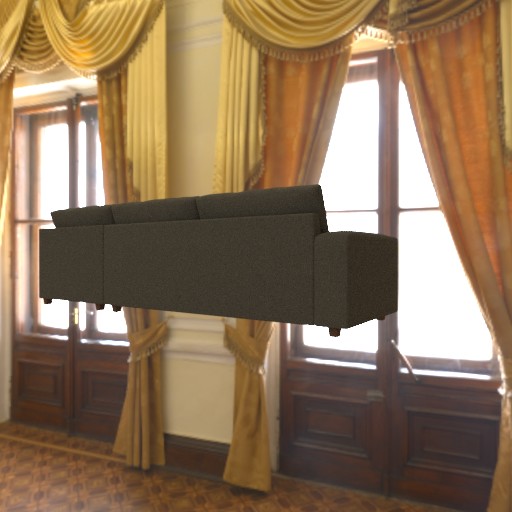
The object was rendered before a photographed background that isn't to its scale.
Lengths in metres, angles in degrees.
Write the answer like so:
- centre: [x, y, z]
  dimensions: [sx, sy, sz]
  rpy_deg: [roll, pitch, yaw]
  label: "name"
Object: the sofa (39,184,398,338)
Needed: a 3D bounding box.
- centre: [0.000, 0.000, 4.696]
  dimensions: [3.277, 0.965, 2.895]
  rpy_deg: [0, 0, 34]
  label: "sofa"
